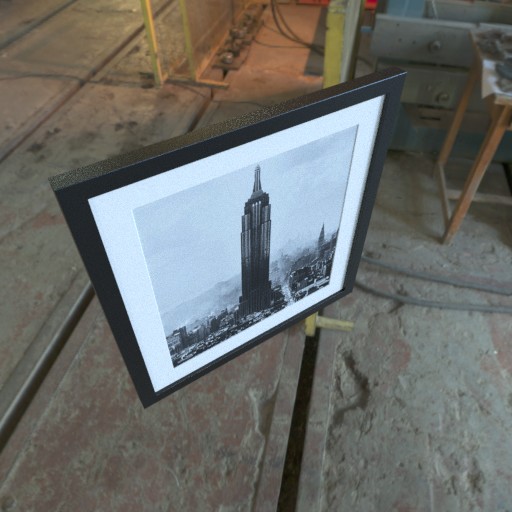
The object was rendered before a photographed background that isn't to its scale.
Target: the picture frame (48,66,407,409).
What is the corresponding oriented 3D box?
[{"bbox_3d":[0.000,0.000,0.813,0.559,0.557,0.029,-25,51,-22],"label":"picture frame"}]
